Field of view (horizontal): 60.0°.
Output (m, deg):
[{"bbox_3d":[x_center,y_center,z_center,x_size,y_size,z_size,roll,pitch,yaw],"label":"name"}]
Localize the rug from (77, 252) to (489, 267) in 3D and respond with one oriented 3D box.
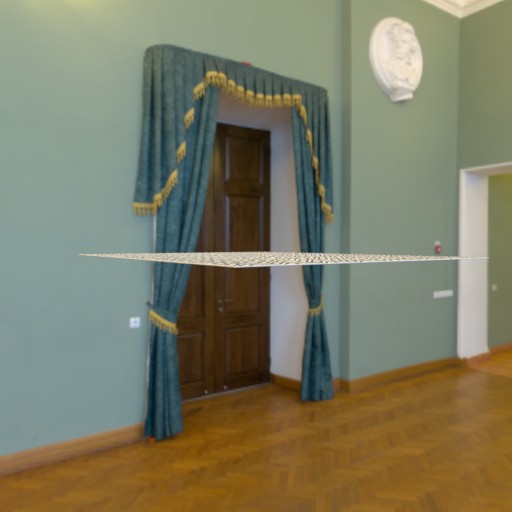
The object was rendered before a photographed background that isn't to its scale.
[{"bbox_3d":[0.000,0.000,4.093,2.421,0.008,3.045,-1,2,-35],"label":"rug"}]
